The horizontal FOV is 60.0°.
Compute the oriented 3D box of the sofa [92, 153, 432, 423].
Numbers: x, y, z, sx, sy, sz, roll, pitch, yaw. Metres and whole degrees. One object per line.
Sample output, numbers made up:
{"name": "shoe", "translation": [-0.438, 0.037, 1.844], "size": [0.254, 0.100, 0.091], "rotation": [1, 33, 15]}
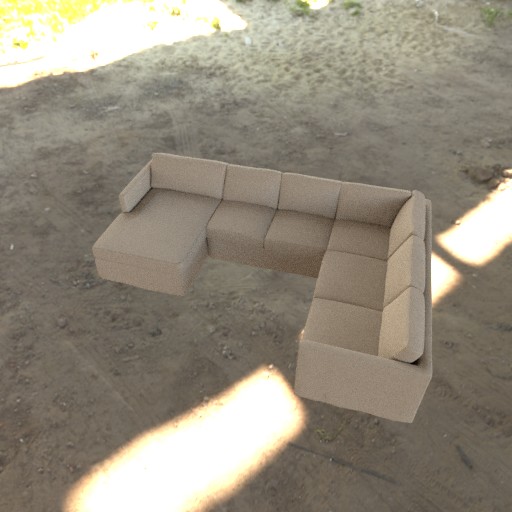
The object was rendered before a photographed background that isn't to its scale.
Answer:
{"name": "sofa", "translation": [0.000, 0.000, 4.700], "size": [3.528, 0.878, 2.476], "rotation": [11, 43, 12]}
